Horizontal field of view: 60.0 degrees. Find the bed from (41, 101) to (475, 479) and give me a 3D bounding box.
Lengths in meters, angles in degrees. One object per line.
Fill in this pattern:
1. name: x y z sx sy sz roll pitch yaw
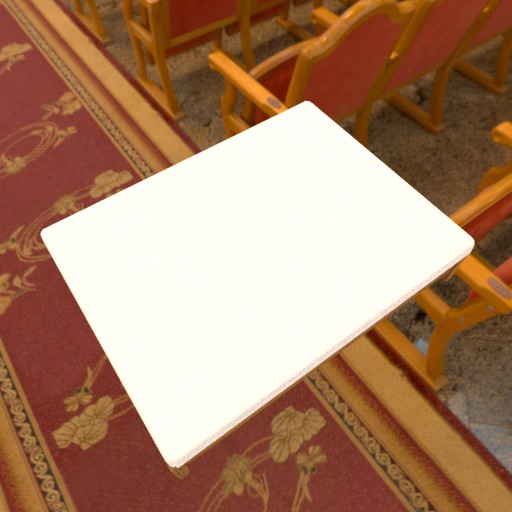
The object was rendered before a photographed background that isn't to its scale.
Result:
1. bed: 0.000 0.000 2.705 2.016 0.431 1.536 -31 63 -18
